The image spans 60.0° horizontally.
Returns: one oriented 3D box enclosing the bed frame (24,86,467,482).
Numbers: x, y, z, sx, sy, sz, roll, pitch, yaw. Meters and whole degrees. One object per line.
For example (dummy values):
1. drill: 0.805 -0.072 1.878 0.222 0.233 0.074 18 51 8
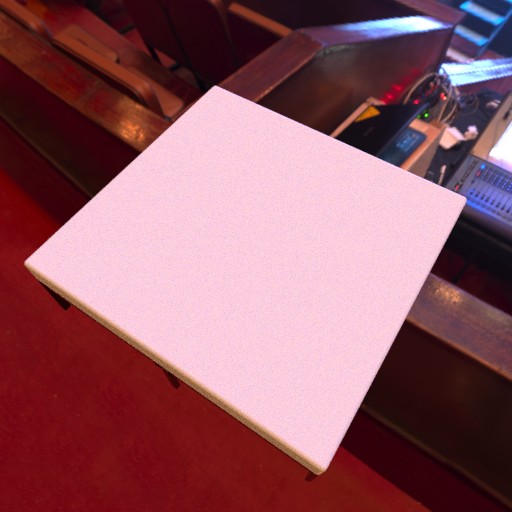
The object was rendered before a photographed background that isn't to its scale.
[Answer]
1. bed frame: 0.000 0.000 3.055 2.079 0.659 1.963 29 63 17
